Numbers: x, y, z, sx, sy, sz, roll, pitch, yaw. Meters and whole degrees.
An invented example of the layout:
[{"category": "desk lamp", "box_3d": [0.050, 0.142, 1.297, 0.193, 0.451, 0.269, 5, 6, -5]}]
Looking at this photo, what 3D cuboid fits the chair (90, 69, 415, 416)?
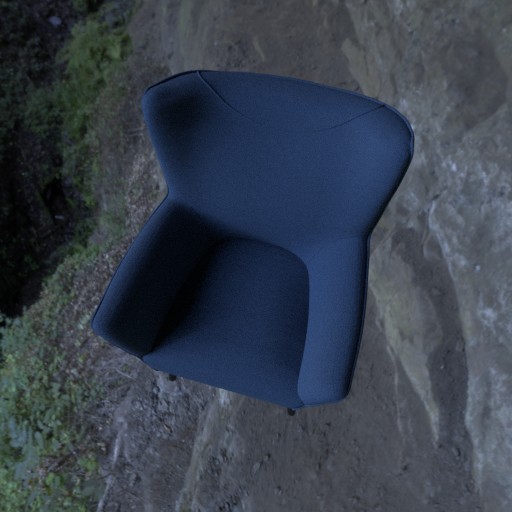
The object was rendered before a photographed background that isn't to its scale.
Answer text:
[{"category": "chair", "box_3d": [0.000, 0.000, 1.527, 0.781, 0.933, 0.888, 13, 59, 8]}]
